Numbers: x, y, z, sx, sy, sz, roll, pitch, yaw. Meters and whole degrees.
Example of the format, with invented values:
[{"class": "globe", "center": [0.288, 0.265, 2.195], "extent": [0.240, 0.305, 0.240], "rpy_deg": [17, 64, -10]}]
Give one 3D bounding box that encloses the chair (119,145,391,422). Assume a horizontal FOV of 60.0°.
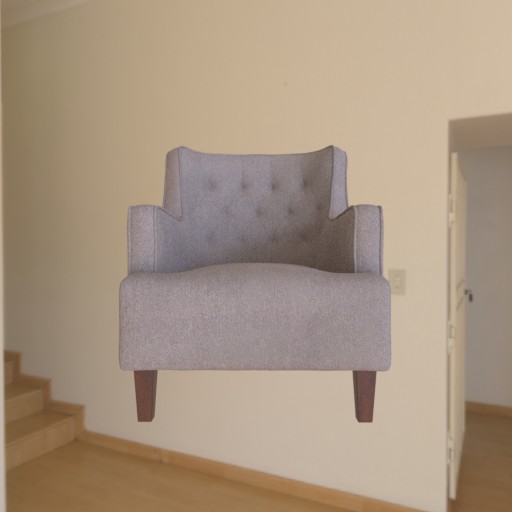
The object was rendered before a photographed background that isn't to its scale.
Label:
[{"class": "chair", "center": [0.000, 0.000, 1.626], "extent": [0.781, 0.919, 0.910], "rpy_deg": [0, 1, 0]}]
